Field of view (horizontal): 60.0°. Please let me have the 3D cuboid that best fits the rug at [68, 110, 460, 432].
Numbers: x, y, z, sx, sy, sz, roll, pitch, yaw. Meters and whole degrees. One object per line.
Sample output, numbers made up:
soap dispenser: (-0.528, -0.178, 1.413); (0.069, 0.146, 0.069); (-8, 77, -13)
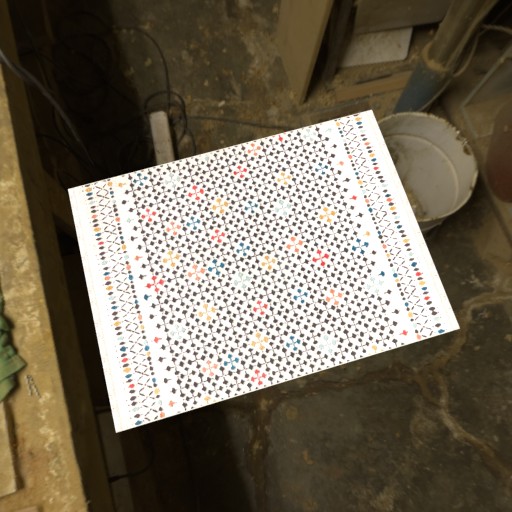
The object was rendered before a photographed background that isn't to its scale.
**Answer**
rug: (0.000, 0.000, 4.222); (3.196, 0.007, 2.354); (-16, 76, -4)
